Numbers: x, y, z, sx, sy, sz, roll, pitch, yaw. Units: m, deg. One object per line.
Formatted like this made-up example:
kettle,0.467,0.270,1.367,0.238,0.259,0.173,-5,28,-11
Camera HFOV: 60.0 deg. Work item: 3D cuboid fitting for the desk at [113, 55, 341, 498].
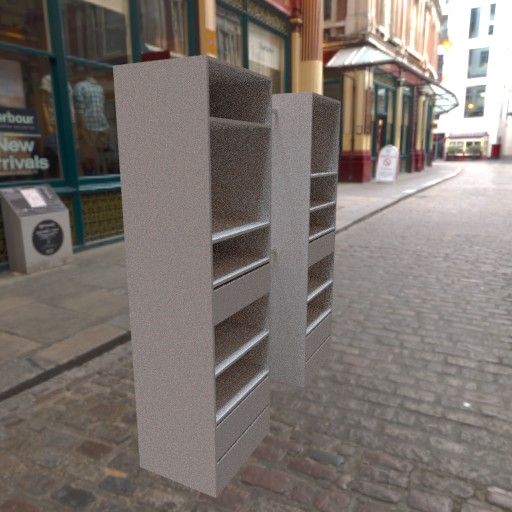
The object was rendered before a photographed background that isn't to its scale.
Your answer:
desk,0.000,0.000,2.801,0.480,2.000,1.770,7,15,27
